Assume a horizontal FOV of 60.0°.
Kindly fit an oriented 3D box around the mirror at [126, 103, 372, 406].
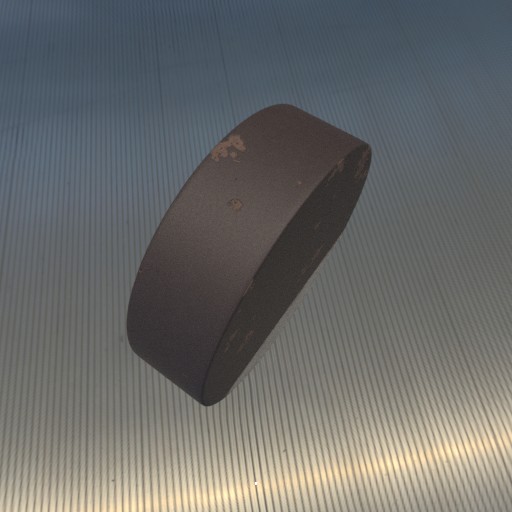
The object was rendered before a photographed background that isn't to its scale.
[{"bbox_3d":[0.000,0.000,0.598,0.126,0.386,0.386,32,67,15],"label":"mirror"}]
